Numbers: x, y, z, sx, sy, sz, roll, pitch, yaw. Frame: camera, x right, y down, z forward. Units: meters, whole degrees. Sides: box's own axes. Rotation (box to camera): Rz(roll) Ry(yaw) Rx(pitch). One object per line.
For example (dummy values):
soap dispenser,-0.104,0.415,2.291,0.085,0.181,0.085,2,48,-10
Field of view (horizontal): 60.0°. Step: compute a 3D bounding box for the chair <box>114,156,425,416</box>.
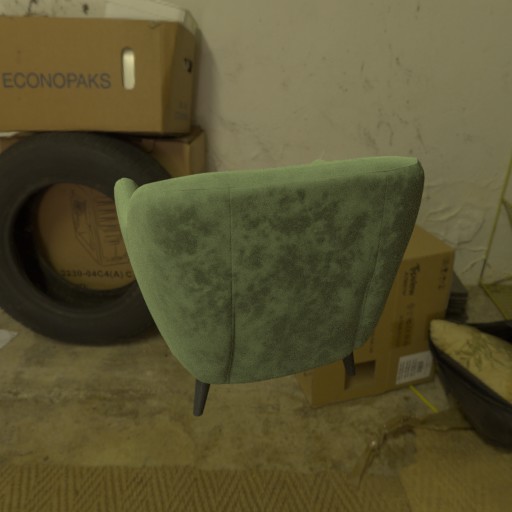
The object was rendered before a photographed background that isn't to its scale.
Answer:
chair,0.000,0.000,1.492,0.840,0.804,0.819,-9,28,-17
